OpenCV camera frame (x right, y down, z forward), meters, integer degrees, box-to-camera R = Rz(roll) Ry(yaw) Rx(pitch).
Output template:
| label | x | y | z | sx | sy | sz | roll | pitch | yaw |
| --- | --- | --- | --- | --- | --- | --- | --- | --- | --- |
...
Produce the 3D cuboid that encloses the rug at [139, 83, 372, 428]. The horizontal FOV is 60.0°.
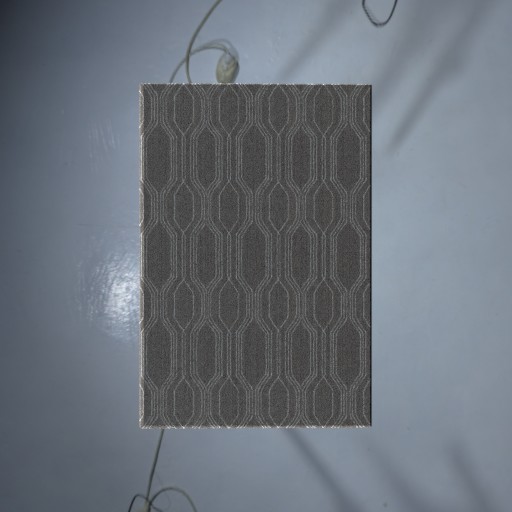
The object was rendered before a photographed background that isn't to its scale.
| label | x | y | z | sx | sy | sz | roll | pitch | yaw |
| --- | --- | --- | --- | --- | --- | --- | --- | --- | --- |
| rug | 0.000 | 0.000 | 2.362 | 1.239 | 0.012 | 1.836 | 0 | 90 | -1 |
